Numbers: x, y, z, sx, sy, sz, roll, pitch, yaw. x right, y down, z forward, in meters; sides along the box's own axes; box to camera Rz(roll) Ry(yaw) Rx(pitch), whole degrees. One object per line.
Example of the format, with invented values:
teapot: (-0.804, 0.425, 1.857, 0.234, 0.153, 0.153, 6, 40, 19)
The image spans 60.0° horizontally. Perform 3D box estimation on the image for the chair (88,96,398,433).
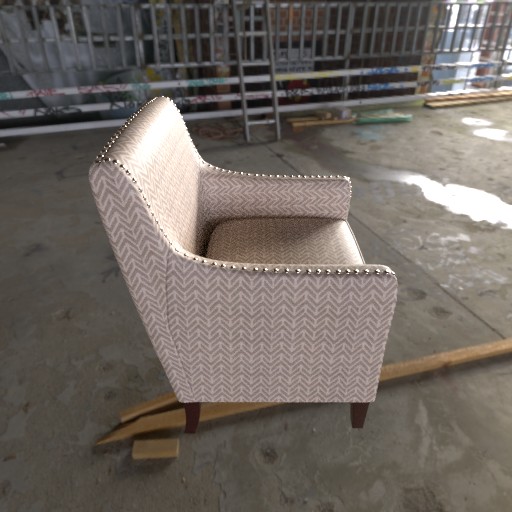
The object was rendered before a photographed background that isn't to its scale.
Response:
chair: (0.000, 0.000, 1.304, 0.651, 0.816, 0.623, 0, 31, 0)
